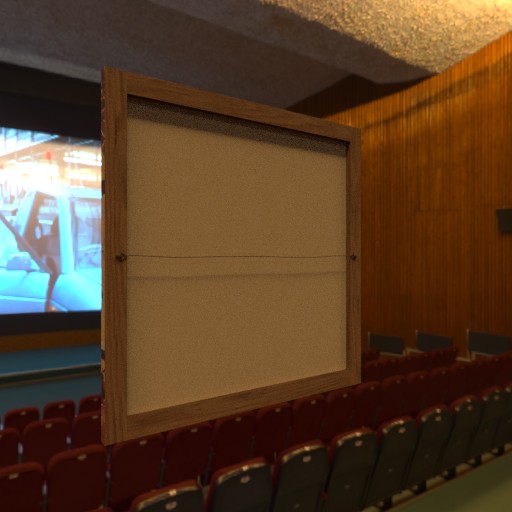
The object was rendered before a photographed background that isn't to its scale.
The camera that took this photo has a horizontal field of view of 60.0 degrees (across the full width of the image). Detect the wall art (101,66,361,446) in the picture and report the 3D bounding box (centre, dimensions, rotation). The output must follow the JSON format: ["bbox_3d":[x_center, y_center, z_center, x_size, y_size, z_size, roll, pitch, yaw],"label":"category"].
[{"bbox_3d":[0.000,0.000,1.114,0.757,0.762,0.028,0,0,-35],"label":"wall art"}]
